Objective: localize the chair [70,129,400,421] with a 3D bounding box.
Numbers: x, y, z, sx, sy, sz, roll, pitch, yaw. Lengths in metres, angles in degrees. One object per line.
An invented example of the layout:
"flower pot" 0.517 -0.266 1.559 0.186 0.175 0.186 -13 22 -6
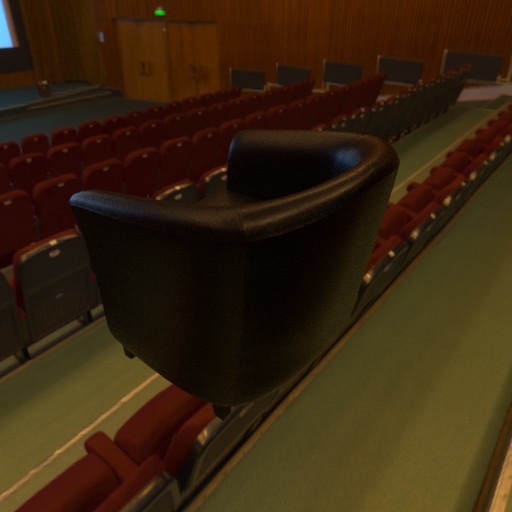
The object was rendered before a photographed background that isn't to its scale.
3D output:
"chair" 0.000 0.000 1.414 0.727 0.756 0.793 22 39 31
